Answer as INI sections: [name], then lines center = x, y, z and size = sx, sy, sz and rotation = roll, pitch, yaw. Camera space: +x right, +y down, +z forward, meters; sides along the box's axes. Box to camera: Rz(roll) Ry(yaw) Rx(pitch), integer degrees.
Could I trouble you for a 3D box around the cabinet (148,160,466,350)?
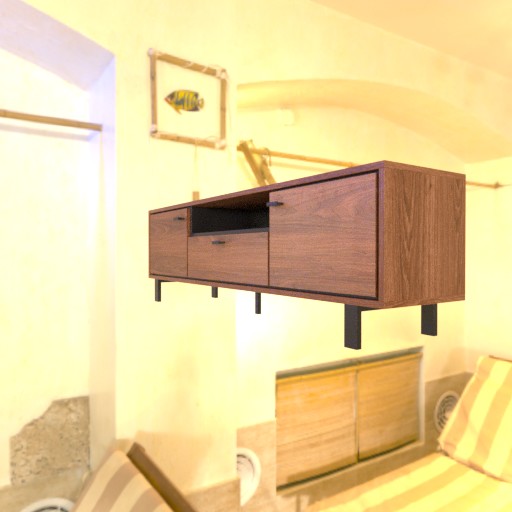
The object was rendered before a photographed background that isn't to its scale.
[cabinet]
center = 0.000, 0.000, 1.902
size = 0.400, 0.500, 1.650
rotation = 0, 1, -34
